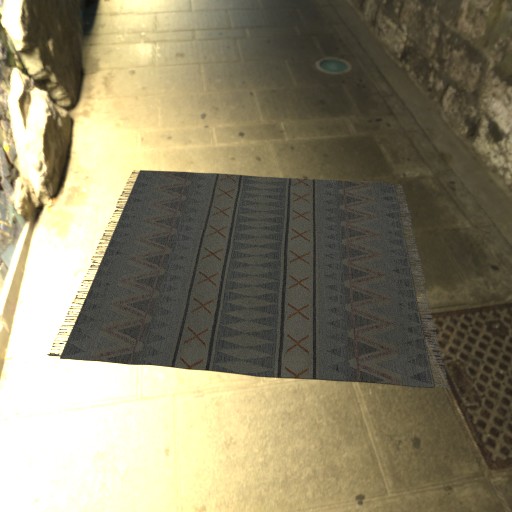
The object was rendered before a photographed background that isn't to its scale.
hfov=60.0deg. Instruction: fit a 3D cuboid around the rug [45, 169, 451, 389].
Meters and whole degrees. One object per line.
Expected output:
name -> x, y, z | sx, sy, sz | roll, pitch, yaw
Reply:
rug -> 0.000, 0.000, 4.033 | 3.000, 0.012, 2.371 | 4, 48, 3
